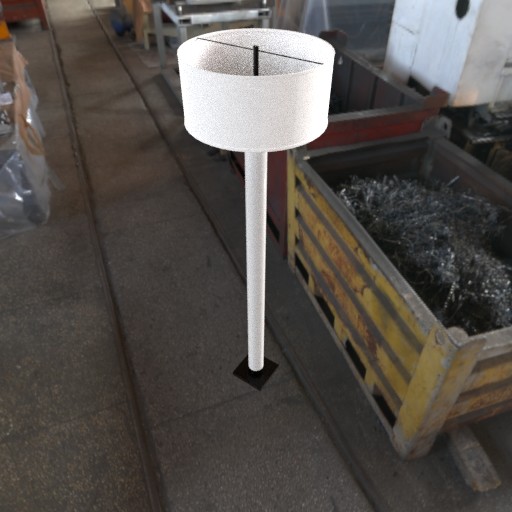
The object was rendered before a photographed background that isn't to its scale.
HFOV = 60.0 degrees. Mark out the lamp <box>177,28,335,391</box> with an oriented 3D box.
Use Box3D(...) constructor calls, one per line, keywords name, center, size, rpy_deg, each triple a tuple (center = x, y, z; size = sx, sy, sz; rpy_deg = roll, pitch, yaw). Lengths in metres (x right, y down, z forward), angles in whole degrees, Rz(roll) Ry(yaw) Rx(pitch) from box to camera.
Box3D(name="lamp", center=(0.000, 0.000, 1.658), size=(0.420, 1.475, 0.420), rpy_deg=(24, 46, 25))
